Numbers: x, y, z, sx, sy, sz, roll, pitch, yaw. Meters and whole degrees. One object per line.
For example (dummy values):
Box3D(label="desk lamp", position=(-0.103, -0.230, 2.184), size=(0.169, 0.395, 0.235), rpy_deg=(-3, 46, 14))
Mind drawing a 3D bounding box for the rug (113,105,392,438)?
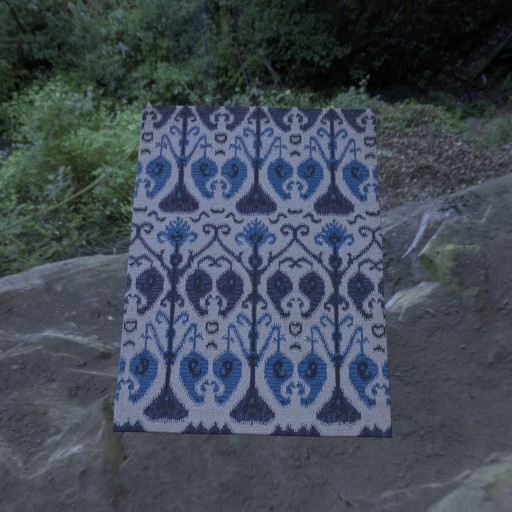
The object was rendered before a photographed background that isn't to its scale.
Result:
Box3D(label="rug", position=(0.000, 0.000, 4.254), size=(2.443, 0.024, 3.228), rpy_deg=(1, 76, 0))
